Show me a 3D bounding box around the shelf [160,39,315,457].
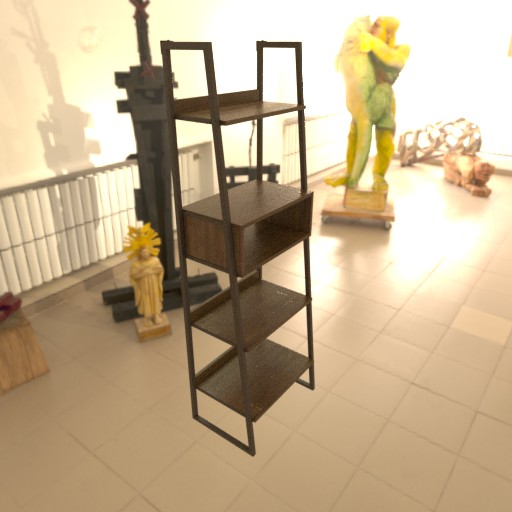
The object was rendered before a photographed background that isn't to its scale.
[{"bbox_3d":[0.000,0.000,2.286,0.454,2.005,0.652,18,31,33],"label":"shelf"}]
